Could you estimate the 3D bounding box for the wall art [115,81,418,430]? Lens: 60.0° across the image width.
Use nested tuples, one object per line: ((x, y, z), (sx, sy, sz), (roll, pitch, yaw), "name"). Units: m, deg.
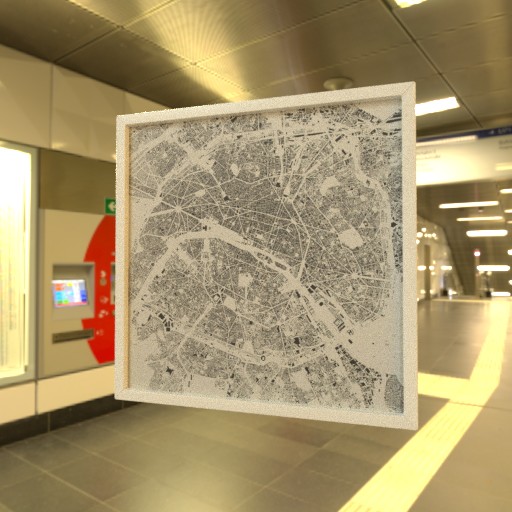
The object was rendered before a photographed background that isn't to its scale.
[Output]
((0.000, 0.000, 0.448), (0.305, 0.305, 0.038), (0, -1, 17), "wall art")
